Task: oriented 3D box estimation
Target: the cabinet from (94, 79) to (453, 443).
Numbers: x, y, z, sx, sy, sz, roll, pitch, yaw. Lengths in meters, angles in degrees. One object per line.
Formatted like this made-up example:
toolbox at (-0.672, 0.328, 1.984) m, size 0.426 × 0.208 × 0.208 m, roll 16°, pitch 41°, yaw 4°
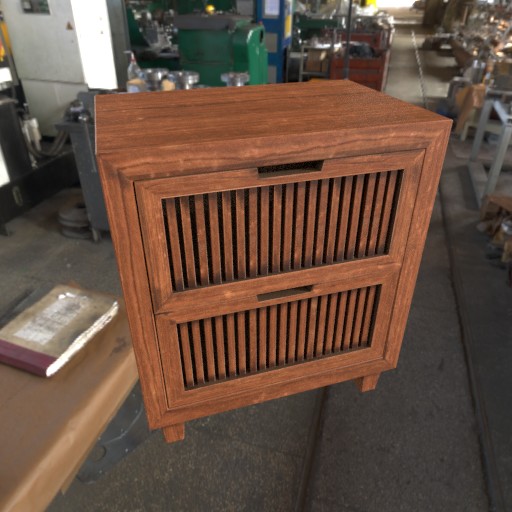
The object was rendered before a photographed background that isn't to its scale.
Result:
cabinet at (0.000, 0.000, 1.056) m, size 0.607 × 0.695 × 0.410 m, roll -9°, pitch 33°, yaw -15°
